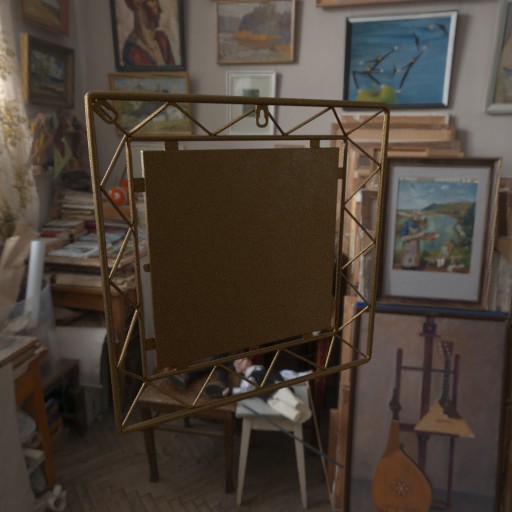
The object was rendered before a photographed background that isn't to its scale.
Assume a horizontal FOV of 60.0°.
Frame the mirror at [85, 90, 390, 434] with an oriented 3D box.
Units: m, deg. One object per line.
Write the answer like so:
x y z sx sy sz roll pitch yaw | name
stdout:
0.000 0.000 0.615 0.416 0.414 0.046 -8 17 -26 | mirror
